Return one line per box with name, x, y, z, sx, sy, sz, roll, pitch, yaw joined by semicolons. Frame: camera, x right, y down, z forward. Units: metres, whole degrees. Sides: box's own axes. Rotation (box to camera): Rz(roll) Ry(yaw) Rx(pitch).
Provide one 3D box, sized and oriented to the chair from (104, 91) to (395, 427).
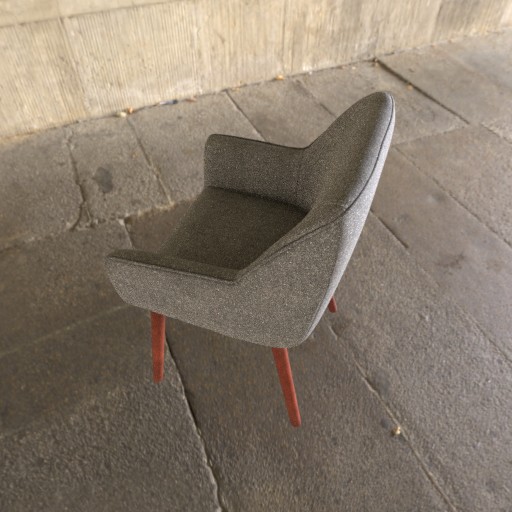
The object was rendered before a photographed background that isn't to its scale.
chair;0.000;0.000;1.162;0.519;0.803;0.543;16;48;14
